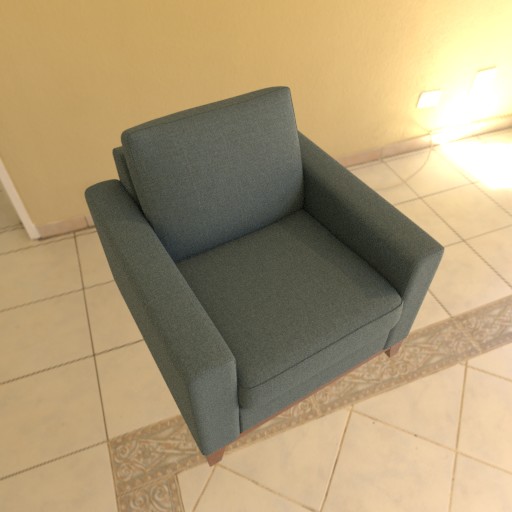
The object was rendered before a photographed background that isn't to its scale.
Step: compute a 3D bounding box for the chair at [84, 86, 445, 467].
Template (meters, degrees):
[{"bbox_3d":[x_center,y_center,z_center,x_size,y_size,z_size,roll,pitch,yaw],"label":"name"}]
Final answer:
[{"bbox_3d":[0.000,0.000,1.813,1.024,1.010,1.038,-24,51,-21],"label":"chair"}]
